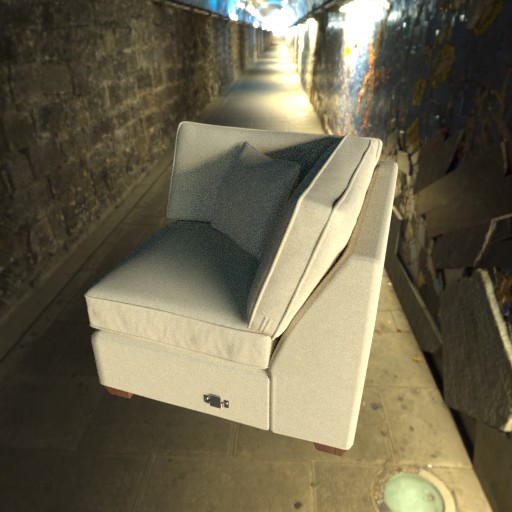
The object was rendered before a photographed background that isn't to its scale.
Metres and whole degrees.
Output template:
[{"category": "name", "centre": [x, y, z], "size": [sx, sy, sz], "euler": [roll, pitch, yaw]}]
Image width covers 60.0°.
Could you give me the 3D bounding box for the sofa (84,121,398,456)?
[{"category": "sofa", "centre": [0.000, 0.000, 1.963], "size": [1.084, 1.002, 1.146], "euler": [9, 28, 16]}]
